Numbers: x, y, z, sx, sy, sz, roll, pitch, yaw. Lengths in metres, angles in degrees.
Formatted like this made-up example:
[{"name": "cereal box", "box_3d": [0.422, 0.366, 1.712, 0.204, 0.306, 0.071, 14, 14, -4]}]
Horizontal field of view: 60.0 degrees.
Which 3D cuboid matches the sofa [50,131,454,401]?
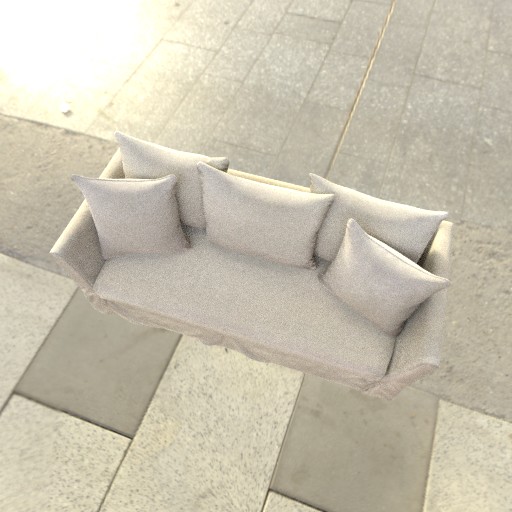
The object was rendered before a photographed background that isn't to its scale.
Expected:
[{"name": "sofa", "box_3d": [0.000, 0.000, 2.879, 2.290, 1.034, 1.031, 15, 59, 9]}]
